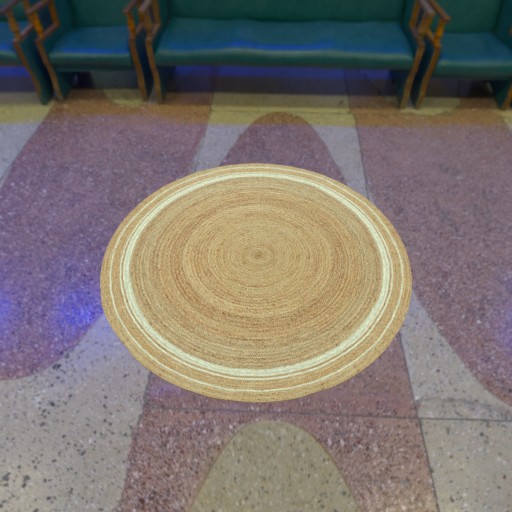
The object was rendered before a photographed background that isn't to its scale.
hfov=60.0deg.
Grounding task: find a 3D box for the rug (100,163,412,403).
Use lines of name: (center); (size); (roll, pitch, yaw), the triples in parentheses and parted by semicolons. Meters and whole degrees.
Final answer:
rug: (0.000, 0.000, 3.574); (2.444, 0.015, 2.444); (0, 48, 0)
